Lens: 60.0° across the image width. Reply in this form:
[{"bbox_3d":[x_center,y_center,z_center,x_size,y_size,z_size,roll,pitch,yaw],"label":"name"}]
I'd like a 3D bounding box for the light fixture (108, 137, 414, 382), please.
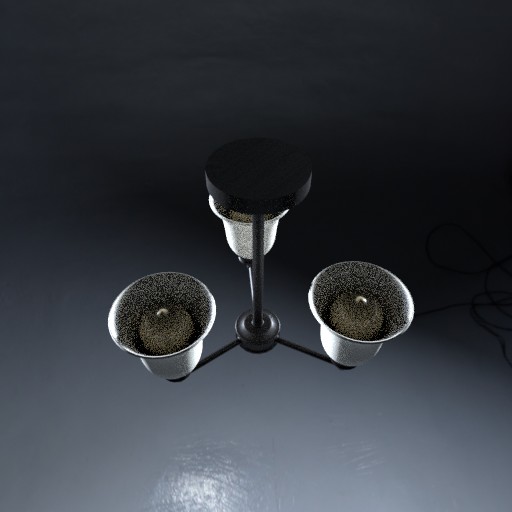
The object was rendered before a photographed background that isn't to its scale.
[{"bbox_3d":[0.000,0.000,0.659,0.388,0.370,0.354,-3,46,-3],"label":"light fixture"}]
